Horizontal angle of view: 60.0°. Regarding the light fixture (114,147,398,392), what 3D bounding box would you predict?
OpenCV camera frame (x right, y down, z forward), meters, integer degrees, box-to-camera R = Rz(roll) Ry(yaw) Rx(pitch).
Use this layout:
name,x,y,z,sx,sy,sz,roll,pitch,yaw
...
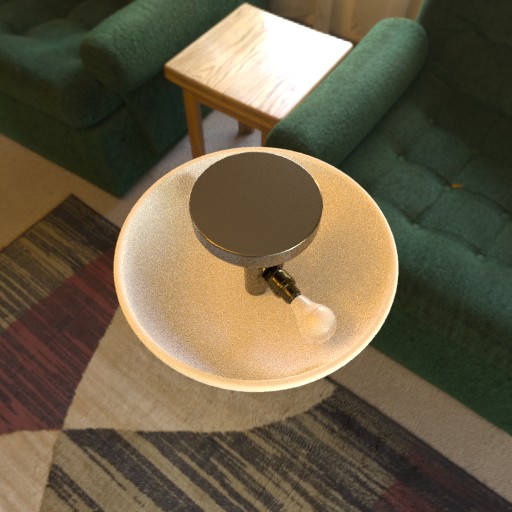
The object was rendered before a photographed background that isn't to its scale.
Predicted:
name,x,y,z,sx,sy,sz,roll,pitch,yaw
light fixture,0.000,0.000,0.535,0.330,0.214,0.330,0,58,0
